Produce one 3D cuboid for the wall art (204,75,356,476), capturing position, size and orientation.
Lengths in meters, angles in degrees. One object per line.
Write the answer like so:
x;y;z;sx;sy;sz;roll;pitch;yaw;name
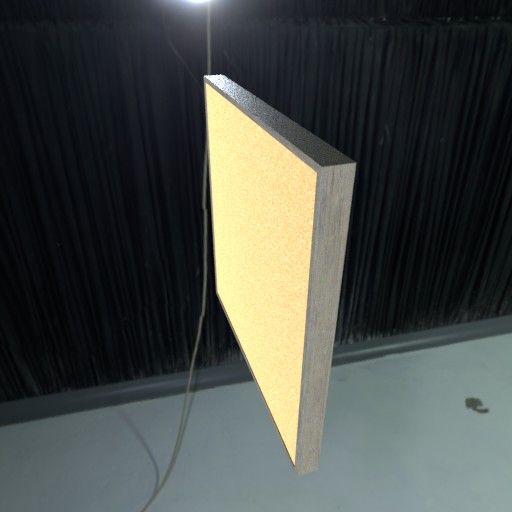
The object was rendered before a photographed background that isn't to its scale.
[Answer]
0.000;0.000;0.769;0.037;0.507;0.507;-10;33;-16;wall art
